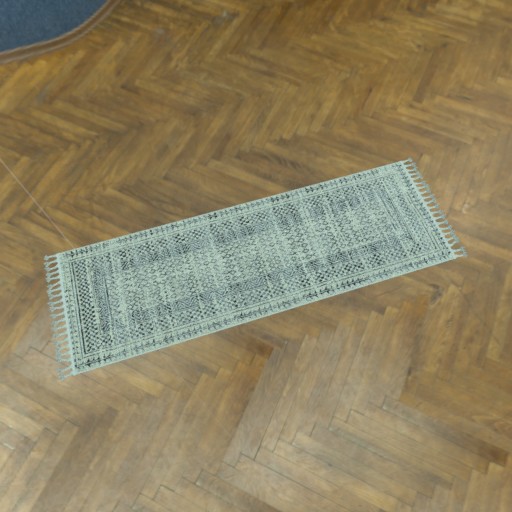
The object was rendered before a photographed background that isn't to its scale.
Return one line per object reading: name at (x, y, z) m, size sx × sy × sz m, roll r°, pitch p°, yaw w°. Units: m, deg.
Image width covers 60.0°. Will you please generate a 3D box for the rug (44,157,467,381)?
rug at (0.000, 0.000, 2.690) m, size 2.480 × 0.013 × 0.786 m, roll -16°, pitch 66°, yaw -7°
